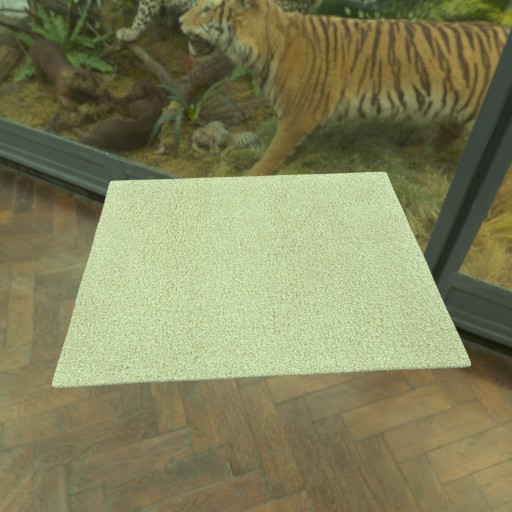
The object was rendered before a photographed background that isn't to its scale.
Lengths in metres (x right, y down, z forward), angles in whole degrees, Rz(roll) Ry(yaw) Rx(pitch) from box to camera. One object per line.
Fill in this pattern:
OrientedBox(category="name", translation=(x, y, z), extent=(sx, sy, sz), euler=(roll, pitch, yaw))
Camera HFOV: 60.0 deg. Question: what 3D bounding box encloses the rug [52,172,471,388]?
OrientedBox(category="rug", translation=(0.000, 0.000, 4.044), extent=(3.047, 0.029, 2.438), euler=(-2, 46, -2))
